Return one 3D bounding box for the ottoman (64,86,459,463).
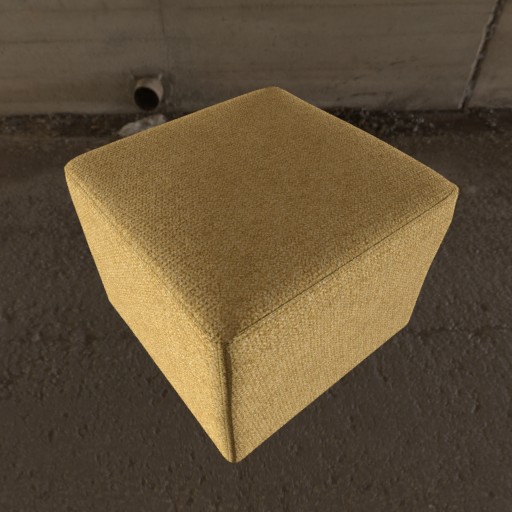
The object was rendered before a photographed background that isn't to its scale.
[{"bbox_3d":[0.000,0.000,0.899,0.512,0.441,0.505,-30,53,-26],"label":"ottoman"}]
